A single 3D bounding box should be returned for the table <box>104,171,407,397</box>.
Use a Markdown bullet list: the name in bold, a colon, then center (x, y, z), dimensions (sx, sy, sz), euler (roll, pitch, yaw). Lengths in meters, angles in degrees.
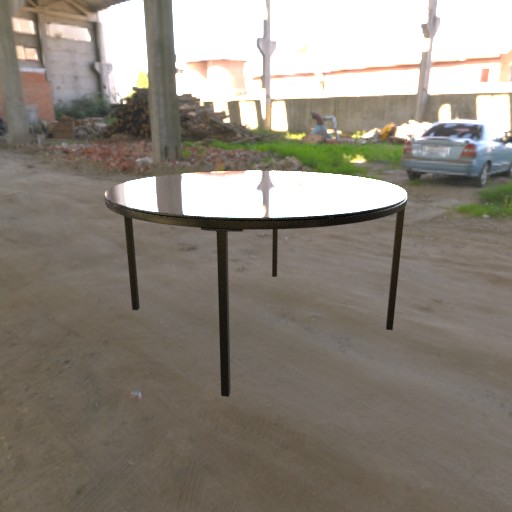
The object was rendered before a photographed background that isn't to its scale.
- **table**: center (0.000, 0.000, 1.287), dimensions (0.800, 0.400, 0.800), euler (0, 17, 0)
